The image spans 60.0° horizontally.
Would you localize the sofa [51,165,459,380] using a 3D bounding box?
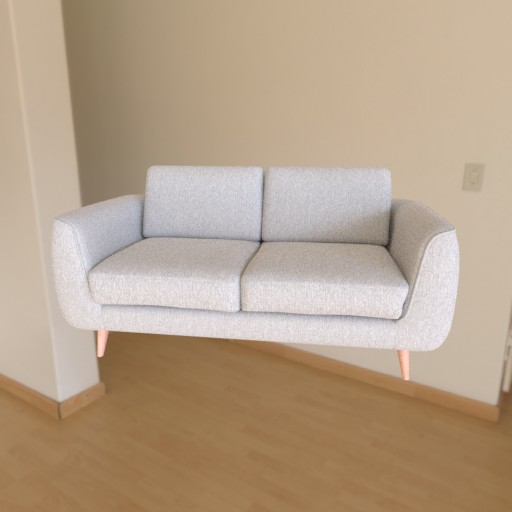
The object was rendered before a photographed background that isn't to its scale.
[{"bbox_3d":[0.000,0.000,2.212,1.700,0.850,0.920,2,15,8],"label":"sofa"}]
